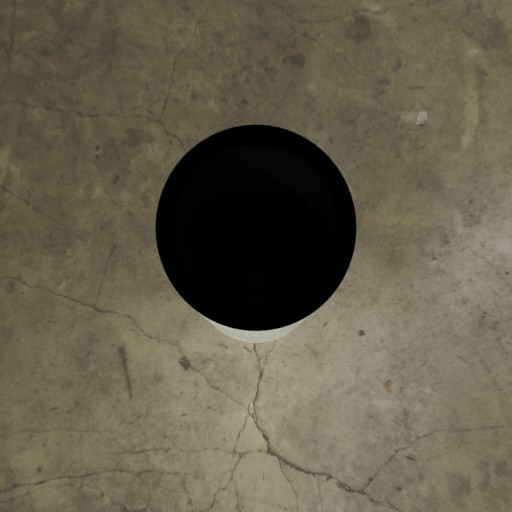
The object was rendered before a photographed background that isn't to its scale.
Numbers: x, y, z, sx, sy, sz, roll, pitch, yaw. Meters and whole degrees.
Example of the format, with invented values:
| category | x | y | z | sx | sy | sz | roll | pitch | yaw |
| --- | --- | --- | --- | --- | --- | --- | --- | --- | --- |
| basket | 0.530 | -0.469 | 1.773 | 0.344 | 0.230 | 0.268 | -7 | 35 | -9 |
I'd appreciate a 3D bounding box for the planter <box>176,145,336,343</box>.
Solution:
| category | x | y | z | sx | sy | sz | roll | pitch | yaw |
| --- | --- | --- | --- | --- | --- | --- | --- | --- | --- |
| planter | 0.000 | 0.000 | 0.127 | 0.045 | 0.103 | 0.045 | -1 | 77 | 0 |
